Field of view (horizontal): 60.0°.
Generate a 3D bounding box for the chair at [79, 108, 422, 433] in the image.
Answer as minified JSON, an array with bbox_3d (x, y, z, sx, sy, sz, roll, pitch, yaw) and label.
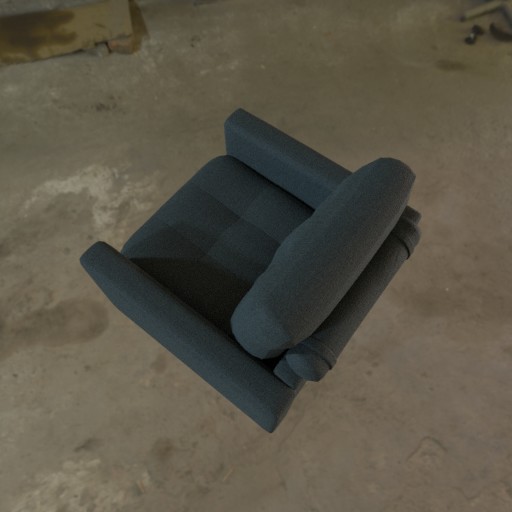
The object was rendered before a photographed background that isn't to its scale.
[{"bbox_3d":[0.000,0.000,1.532,0.843,0.880,0.821,35,69,16],"label":"chair"}]
